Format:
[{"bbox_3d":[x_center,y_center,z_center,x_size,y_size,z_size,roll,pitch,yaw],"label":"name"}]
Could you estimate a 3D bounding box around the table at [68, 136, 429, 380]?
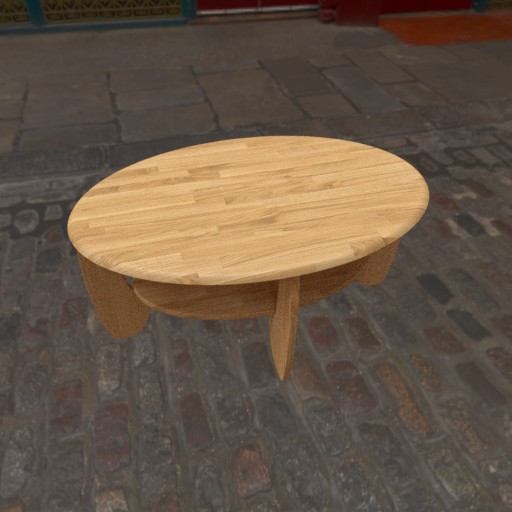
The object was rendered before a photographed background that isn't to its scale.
[{"bbox_3d":[0.000,0.000,1.422,1.040,0.490,0.690,-11,42,-12],"label":"table"}]
